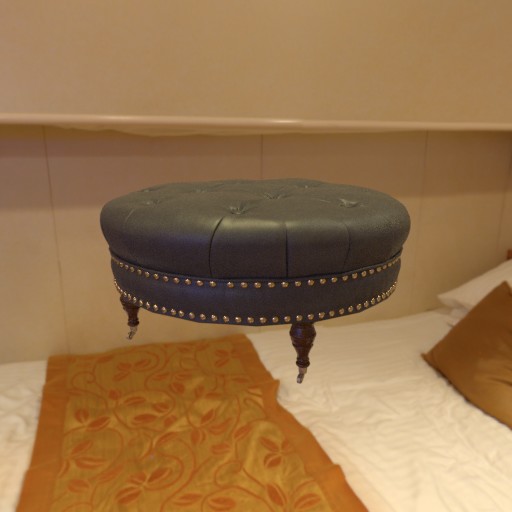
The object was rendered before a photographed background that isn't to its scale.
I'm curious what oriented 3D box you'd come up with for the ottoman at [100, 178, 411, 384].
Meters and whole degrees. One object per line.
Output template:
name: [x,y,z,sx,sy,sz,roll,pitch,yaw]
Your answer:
ottoman: [0.000,0.000,1.374,0.901,0.439,0.901,0,15,0]
